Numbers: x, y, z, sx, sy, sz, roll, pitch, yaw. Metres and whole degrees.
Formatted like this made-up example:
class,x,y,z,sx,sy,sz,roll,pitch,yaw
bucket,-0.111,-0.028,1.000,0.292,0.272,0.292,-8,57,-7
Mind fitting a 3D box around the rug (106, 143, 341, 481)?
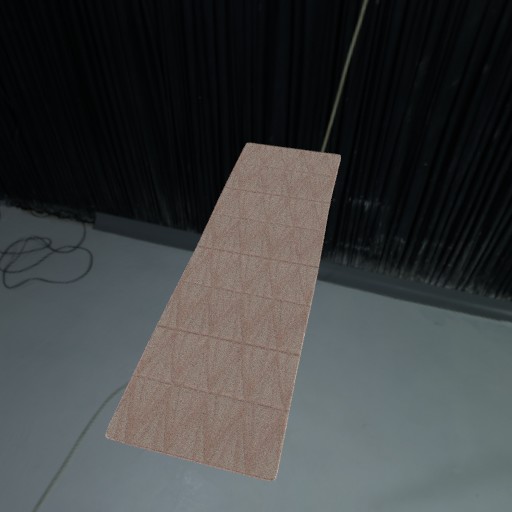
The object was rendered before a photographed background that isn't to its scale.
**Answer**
class,x,y,z,sx,sy,sz,roll,pitch,yaw
rug,0.000,0.000,2.667,0.760,0.015,2.435,10,46,10
